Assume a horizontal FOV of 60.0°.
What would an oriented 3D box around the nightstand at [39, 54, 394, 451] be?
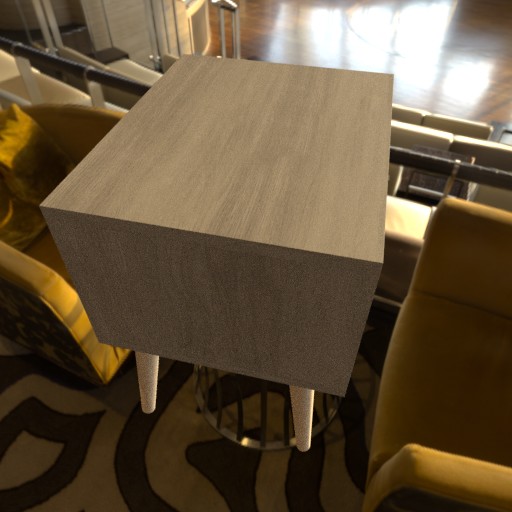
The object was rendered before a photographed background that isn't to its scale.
[{"bbox_3d":[0.000,0.000,0.786,0.380,0.500,0.450,10,46,10],"label":"nightstand"}]
